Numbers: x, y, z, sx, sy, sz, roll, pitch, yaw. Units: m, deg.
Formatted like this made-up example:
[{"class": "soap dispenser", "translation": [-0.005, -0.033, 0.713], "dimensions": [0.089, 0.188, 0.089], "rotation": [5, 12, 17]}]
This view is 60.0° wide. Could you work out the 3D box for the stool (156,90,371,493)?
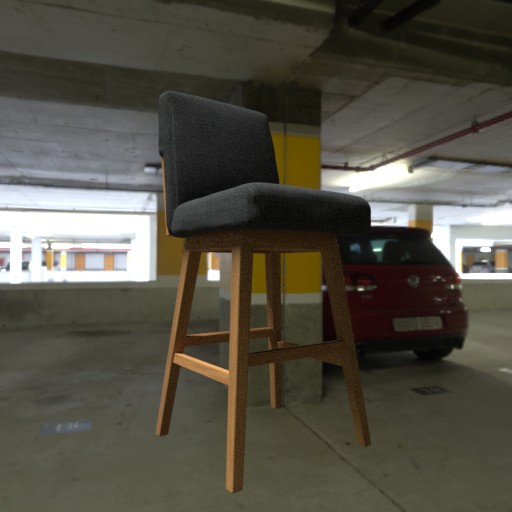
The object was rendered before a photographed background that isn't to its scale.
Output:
[{"class": "stool", "translation": [0.000, 0.000, 1.371], "dimensions": [0.483, 1.112, 0.570], "rotation": [1, -2, -35]}]
